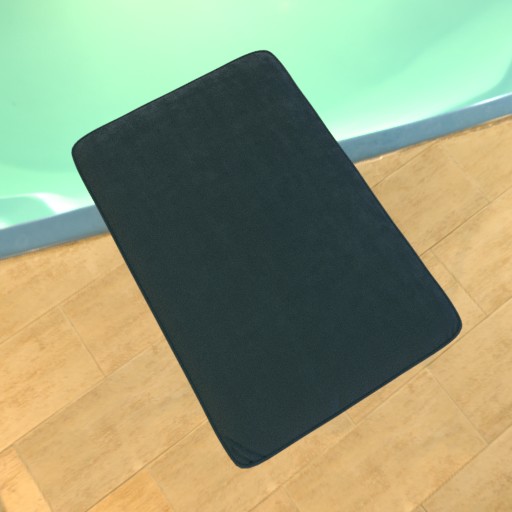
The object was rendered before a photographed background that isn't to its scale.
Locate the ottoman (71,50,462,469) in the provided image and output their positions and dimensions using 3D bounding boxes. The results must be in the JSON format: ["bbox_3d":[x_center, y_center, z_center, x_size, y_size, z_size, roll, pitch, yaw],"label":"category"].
[{"bbox_3d":[0.000,0.000,1.200,0.583,0.484,0.862,-30,77,-8],"label":"ottoman"}]
